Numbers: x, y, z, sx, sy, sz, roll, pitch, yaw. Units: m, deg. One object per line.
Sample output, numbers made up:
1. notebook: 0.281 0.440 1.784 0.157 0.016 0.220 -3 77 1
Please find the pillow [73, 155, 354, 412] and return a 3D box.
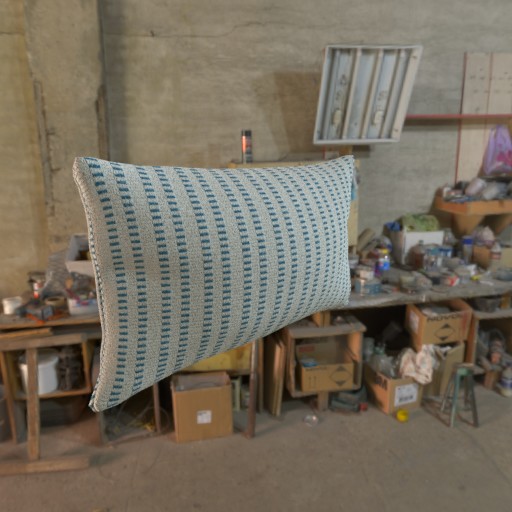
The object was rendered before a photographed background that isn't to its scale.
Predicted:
1. pillow: 0.000 0.000 0.799 0.210 0.353 0.640 12 18 43
